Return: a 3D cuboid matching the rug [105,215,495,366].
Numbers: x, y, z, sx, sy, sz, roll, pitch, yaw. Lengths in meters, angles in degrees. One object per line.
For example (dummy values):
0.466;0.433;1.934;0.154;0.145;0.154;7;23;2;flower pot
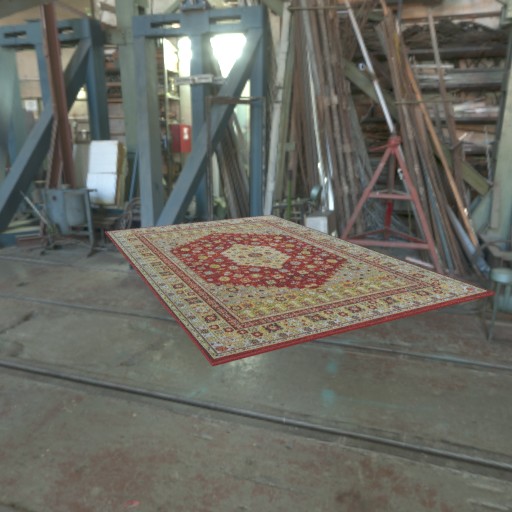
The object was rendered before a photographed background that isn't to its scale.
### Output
0.000;0.000;2.252;1.194;0.013;1.802;-8;18;-26;rug
